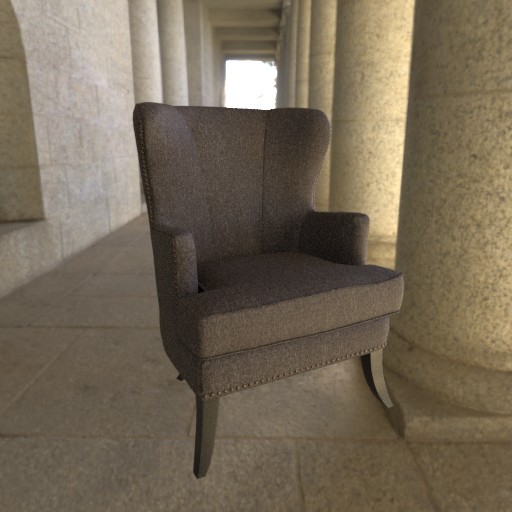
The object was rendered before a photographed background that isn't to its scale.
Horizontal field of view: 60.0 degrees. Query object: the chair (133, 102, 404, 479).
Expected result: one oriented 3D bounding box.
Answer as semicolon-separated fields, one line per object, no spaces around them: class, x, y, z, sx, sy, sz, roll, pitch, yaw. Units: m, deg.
chair;0.000;0.000;1.599;0.759;1.060;0.758;-8;17;-27
